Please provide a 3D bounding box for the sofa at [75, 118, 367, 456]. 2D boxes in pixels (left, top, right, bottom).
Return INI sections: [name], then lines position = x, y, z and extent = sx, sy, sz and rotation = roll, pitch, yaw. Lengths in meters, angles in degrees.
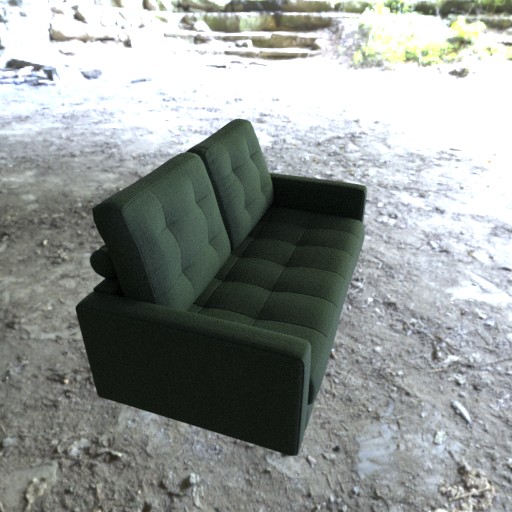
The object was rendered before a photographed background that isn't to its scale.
[sofa]
position = 0.000, 0.000, 1.967
extent = 0.842, 0.907, 1.407
rotation = 10, 32, 17
